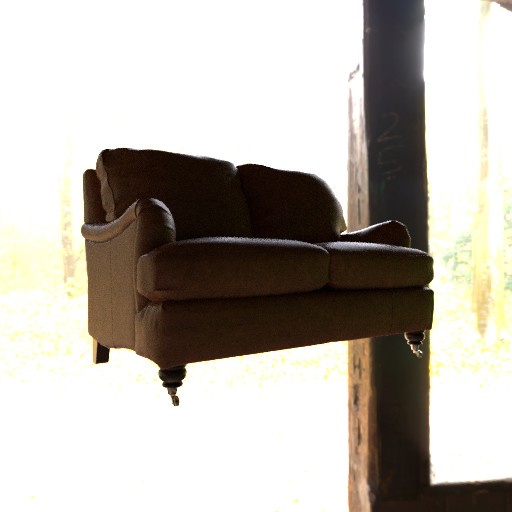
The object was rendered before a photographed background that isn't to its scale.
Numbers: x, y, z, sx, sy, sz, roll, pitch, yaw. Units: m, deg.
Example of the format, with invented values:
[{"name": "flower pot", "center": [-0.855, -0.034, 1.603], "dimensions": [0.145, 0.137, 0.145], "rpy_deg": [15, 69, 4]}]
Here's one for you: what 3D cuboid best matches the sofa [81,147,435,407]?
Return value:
[{"name": "sofa", "center": [0.000, 0.000, 2.212], "dimensions": [1.527, 1.004, 1.077], "rpy_deg": [1, -1, -36]}]
